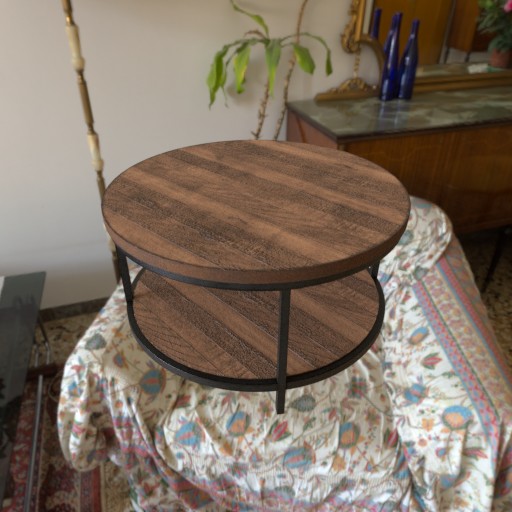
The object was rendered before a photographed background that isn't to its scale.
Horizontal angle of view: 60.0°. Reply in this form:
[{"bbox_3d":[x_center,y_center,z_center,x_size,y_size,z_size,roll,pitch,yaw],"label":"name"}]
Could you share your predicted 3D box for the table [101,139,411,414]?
[{"bbox_3d":[0.000,0.000,1.372,0.837,0.462,0.837,0,33,0],"label":"table"}]
